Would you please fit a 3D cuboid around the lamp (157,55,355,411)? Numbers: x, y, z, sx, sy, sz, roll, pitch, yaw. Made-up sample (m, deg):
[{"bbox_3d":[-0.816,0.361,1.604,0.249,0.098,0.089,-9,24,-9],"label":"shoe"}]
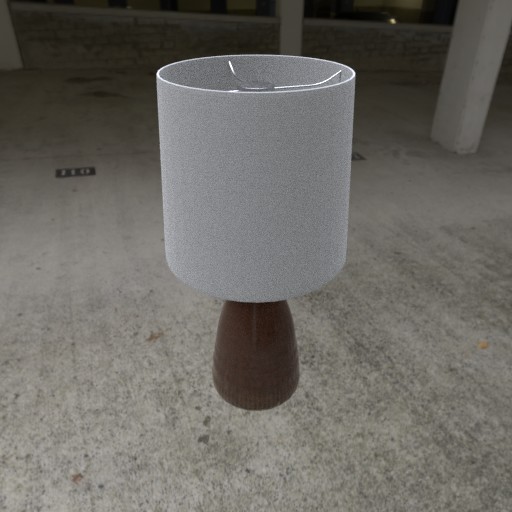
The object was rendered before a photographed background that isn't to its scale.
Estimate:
[{"bbox_3d":[0.000,0.000,0.471,0.186,0.369,0.186,0,33,0],"label":"lamp"}]
